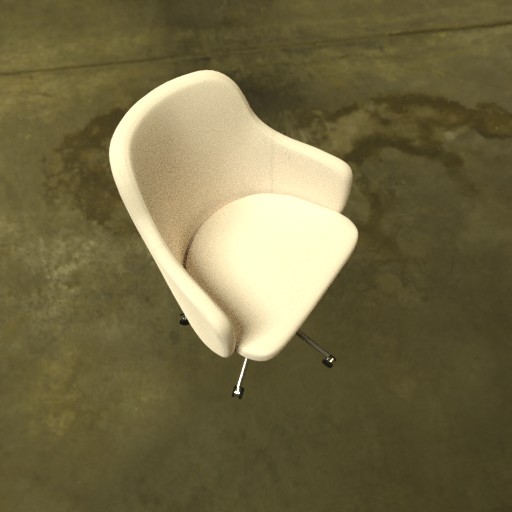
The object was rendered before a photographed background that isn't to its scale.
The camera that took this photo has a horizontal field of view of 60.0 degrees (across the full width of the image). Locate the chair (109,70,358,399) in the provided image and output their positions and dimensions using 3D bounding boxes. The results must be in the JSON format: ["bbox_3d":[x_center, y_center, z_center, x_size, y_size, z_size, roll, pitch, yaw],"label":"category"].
[{"bbox_3d":[0.000,0.000,1.277,0.647,0.819,0.602,31,63,18],"label":"chair"}]
